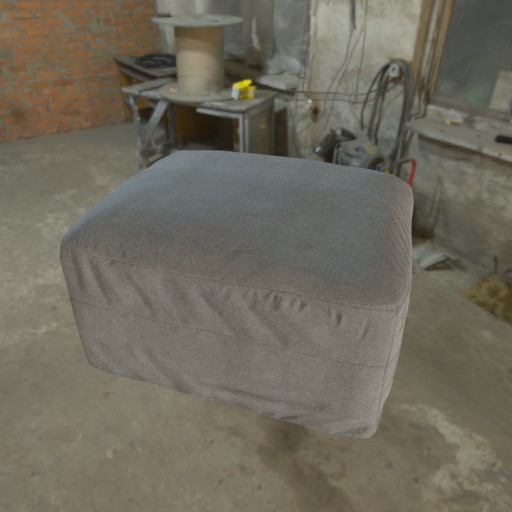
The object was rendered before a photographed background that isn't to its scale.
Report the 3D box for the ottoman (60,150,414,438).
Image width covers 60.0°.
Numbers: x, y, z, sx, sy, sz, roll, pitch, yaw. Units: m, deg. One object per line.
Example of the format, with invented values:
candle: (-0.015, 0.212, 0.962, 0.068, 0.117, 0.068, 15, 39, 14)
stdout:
ottoman: (0.000, 0.000, 1.266, 0.837, 0.481, 0.683, 10, 34, 15)
